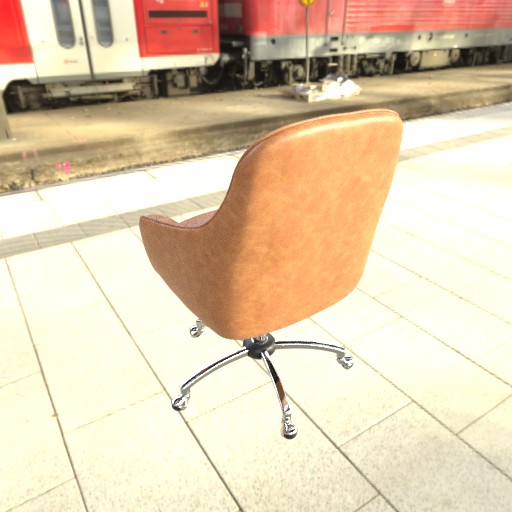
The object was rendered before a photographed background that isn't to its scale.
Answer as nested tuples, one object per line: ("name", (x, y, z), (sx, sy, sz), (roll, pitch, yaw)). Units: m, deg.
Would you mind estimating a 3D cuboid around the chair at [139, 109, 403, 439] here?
("chair", (0.000, 0.000, 1.310), (0.628, 0.909, 0.615), (-19, 34, -30))
